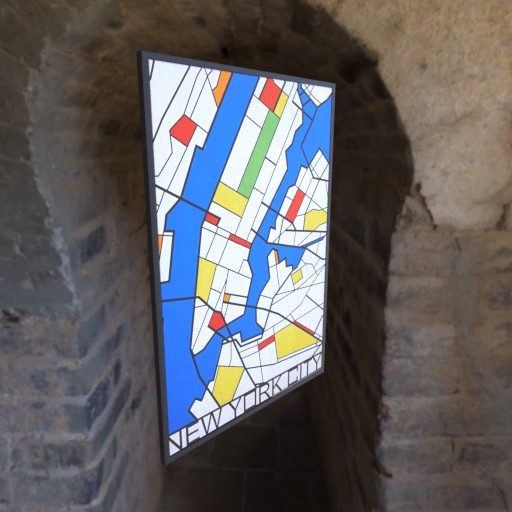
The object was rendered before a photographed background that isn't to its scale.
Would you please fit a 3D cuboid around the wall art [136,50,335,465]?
[{"bbox_3d":[0.000,0.000,0.846,0.013,0.660,0.460,13,19,43],"label":"wall art"}]
